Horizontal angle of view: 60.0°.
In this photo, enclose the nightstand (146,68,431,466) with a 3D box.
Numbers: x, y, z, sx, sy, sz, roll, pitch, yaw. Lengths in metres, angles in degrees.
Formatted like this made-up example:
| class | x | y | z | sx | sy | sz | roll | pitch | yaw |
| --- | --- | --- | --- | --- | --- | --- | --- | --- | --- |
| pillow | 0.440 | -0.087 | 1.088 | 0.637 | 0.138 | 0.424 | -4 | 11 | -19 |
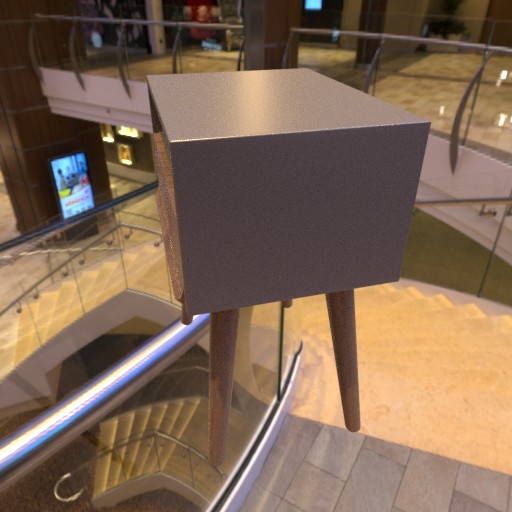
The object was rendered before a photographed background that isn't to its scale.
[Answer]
| class | x | y | z | sx | sy | sz | roll | pitch | yaw |
| --- | --- | --- | --- | --- | --- | --- | --- | --- | --- |
| nightstand | 0.000 | 0.000 | 0.724 | 0.288 | 0.508 | 0.370 | -8 | 32 | -13 |
